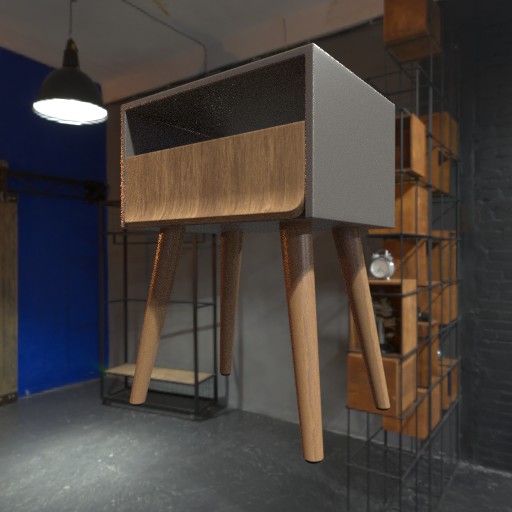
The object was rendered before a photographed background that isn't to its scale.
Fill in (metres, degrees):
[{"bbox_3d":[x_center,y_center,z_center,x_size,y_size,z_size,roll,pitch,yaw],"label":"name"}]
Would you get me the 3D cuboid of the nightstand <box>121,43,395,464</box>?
[{"bbox_3d":[0.000,0.000,0.743,0.370,0.508,0.288,0,0,37],"label":"nightstand"}]
